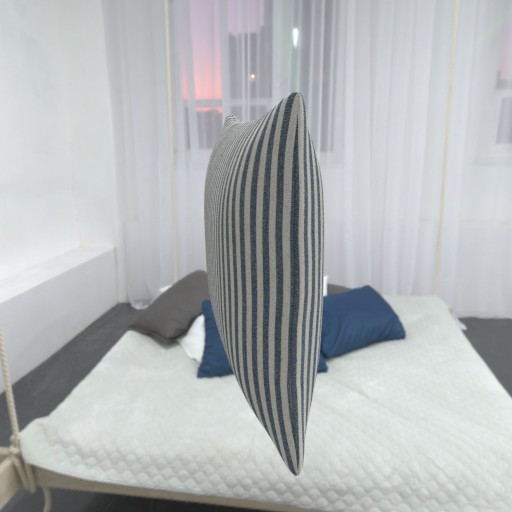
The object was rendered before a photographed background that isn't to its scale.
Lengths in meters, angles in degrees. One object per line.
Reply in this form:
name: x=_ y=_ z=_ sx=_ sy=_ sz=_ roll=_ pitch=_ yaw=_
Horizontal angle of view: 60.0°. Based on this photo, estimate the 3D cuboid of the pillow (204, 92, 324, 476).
pillow: x=0.000 y=0.000 z=0.796 sx=0.166 sy=0.510 sz=0.523 roll=-3 pitch=15 yaw=-11
